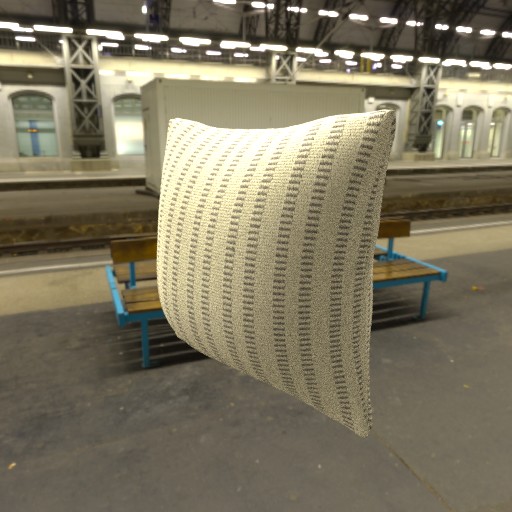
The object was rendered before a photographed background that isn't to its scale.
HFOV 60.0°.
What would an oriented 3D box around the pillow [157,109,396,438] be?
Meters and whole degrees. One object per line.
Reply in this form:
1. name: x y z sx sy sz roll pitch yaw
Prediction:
1. pillow: 0.000 0.000 0.687 0.247 0.419 0.438 -14 21 -42
